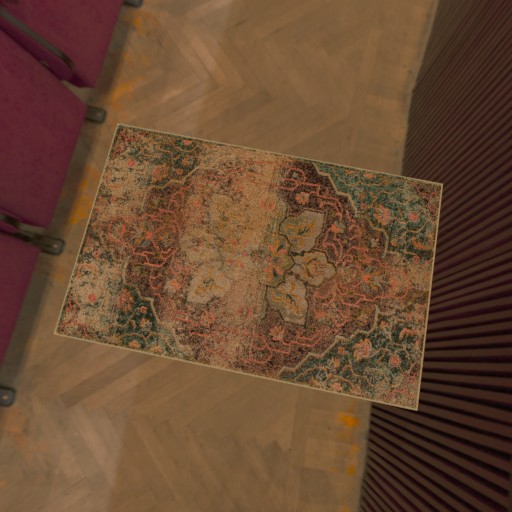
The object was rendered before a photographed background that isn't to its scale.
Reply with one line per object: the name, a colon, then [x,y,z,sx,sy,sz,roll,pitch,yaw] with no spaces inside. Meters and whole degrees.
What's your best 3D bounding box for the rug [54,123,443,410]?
rug: [0.000,0.000,2.955,2.363,0.004,1.566,12,77,3]
